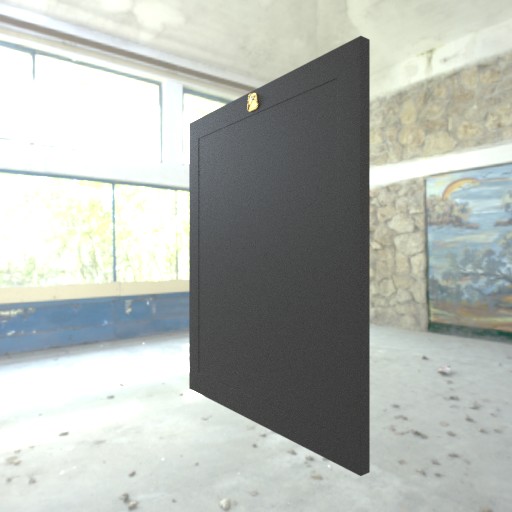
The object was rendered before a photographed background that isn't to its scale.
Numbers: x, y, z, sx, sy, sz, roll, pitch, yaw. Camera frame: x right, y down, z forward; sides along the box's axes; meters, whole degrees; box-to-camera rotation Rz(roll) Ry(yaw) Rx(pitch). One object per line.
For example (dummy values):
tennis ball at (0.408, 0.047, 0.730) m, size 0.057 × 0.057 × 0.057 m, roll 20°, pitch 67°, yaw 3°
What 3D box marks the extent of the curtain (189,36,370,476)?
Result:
curtain at (0.000, 0.000, 0.786) m, size 0.027 × 0.585 × 0.483 m, roll 0°, pitch 0°, yaw -36°
